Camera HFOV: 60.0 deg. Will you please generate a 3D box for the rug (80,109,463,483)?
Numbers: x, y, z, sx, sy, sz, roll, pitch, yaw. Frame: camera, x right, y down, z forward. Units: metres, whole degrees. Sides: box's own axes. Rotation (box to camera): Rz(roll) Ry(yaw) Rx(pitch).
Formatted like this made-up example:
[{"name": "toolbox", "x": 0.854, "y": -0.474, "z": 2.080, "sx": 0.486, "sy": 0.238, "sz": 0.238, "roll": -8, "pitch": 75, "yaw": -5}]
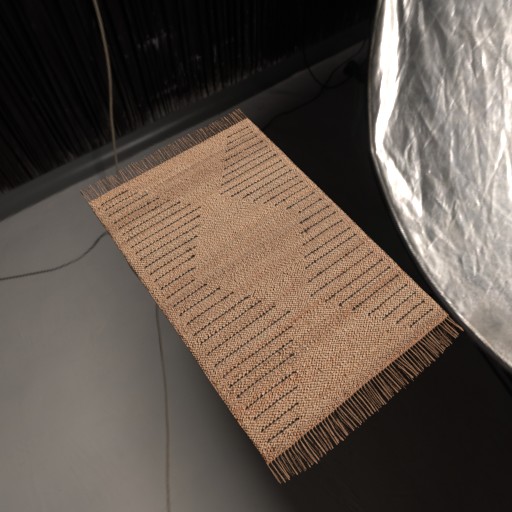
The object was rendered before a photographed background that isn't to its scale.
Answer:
[{"name": "rug", "x": 0.000, "y": 0.000, "z": 2.552, "sx": 1.224, "sy": 0.027, "sz": 2.085, "roll": -33, "pitch": 66, "yaw": -17}]
